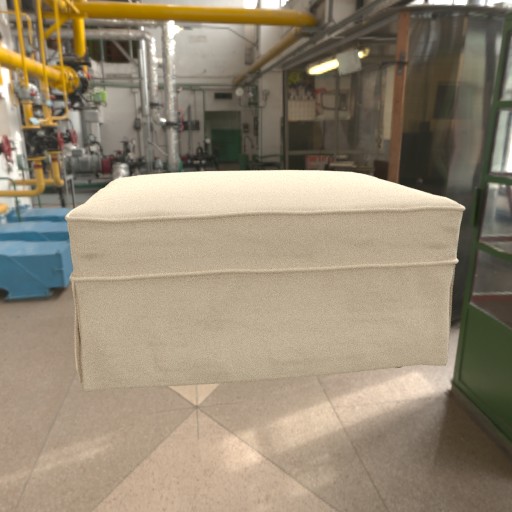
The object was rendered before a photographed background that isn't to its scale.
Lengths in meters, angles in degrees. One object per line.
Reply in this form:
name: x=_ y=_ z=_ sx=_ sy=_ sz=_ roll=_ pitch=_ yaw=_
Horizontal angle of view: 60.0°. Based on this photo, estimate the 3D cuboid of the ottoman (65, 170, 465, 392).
ottoman: x=0.000 y=0.000 z=1.327 sx=0.944 sy=0.479 sz=0.703 roll=-2 pitch=17 yaw=-8
